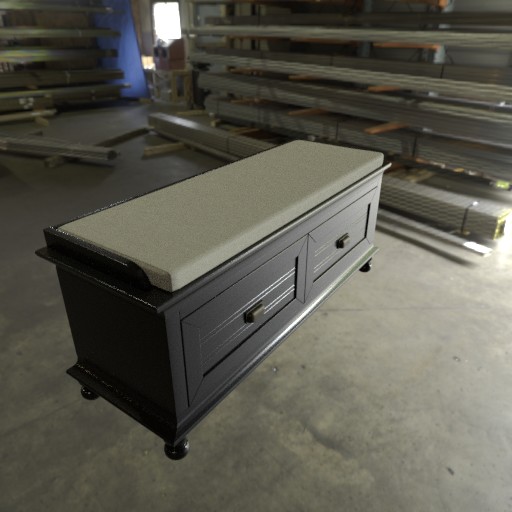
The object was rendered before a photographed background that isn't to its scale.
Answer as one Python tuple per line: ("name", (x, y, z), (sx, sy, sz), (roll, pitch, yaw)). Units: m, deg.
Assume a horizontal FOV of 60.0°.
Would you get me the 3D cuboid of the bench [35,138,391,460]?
("bench", (0.000, 0.000, 1.432), (0.402, 0.501, 1.185), (18, 33, 31))
